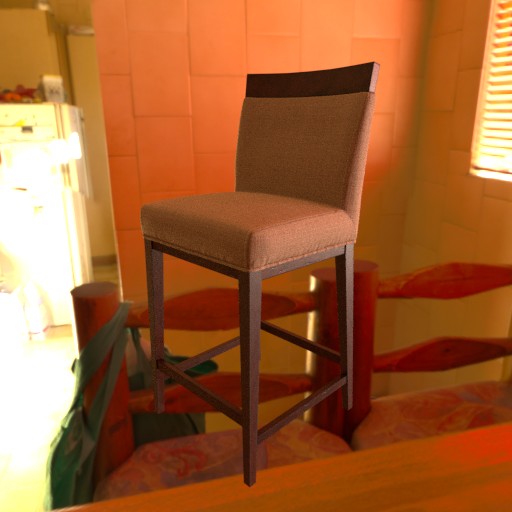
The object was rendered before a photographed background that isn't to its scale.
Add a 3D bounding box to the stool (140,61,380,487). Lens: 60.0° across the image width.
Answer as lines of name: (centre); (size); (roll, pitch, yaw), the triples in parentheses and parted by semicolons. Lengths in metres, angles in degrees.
stool: (0.000, 0.000, 1.257); (0.463, 1.011, 0.480); (16, 24, 42)
